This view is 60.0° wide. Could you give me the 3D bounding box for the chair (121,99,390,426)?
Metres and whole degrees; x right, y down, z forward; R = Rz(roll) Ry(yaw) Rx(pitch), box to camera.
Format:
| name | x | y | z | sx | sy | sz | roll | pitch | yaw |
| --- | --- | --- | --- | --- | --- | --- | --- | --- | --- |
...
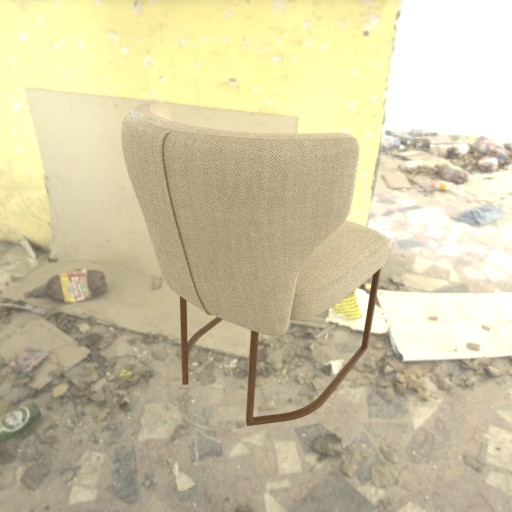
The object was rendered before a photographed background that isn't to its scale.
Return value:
| name | x | y | z | sx | sy | sz | roll | pitch | yaw |
| --- | --- | --- | --- | --- | --- | --- | --- | --- | --- |
| chair | 0.000 | 0.000 | 1.246 | 0.611 | 0.824 | 0.617 | 21 | 36 | 32 |
